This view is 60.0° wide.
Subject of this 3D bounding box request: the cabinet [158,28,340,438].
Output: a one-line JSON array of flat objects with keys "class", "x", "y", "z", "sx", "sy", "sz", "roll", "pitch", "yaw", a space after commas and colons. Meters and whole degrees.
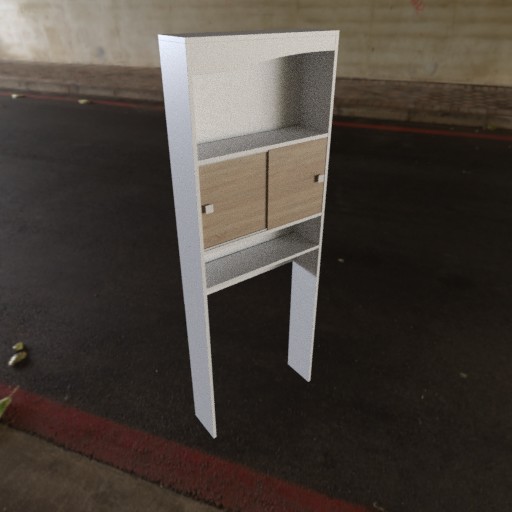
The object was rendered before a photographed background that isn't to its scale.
[{"class": "cabinet", "x": 0.000, "y": 0.000, "z": 1.961, "sx": 0.643, "sy": 1.770, "sz": 0.192, "roll": -20, "pitch": 36, "yaw": -31}]
